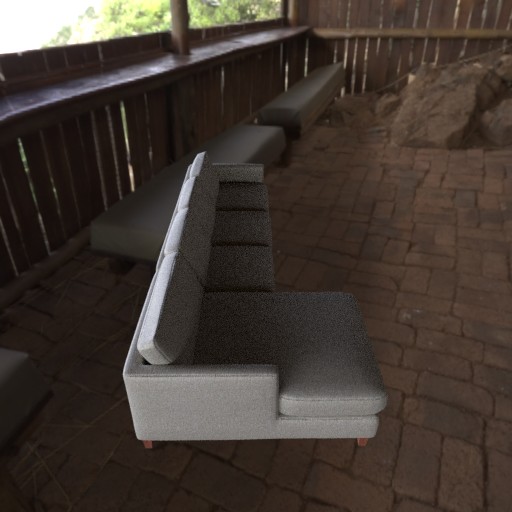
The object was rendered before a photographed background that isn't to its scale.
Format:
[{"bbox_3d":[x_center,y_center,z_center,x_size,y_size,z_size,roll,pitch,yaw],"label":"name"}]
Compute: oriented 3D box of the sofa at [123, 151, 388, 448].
[{"bbox_3d":[0.000,0.000,3.836,1.502,0.876,3.201,0,32,-1],"label":"sofa"}]
